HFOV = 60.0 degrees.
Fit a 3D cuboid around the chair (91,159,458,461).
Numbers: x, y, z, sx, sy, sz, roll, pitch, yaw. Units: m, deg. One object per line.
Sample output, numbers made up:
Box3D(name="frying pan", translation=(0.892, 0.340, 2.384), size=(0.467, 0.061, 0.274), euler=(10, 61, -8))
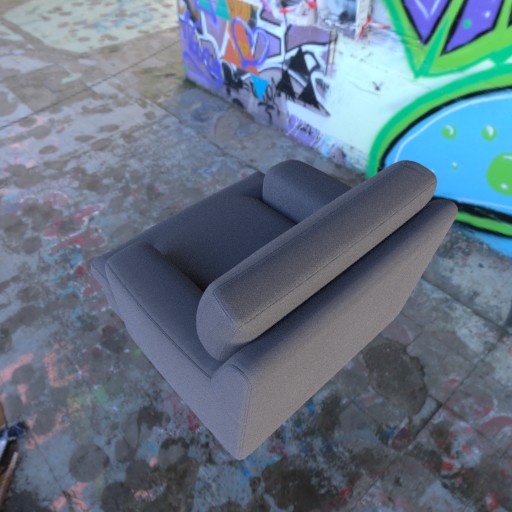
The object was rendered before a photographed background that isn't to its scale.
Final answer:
Box3D(name="chair", translation=(0.000, 0.000, 1.951), size=(1.168, 0.940, 1.143), euler=(-33, 55, -28))
